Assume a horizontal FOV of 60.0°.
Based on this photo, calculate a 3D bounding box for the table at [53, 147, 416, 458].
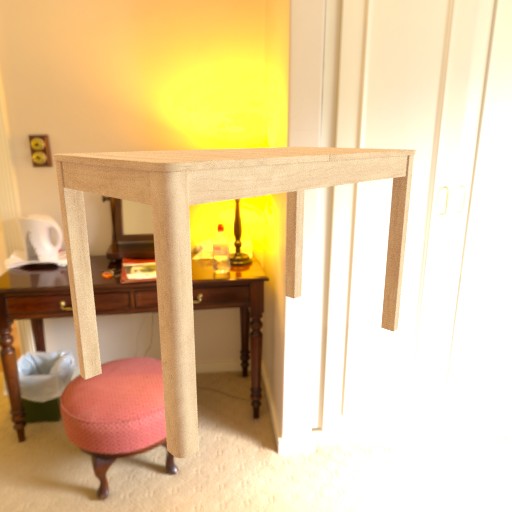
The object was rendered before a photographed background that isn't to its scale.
[{"bbox_3d":[0.000,0.000,1.963,1.400,0.900,0.750,-15,21,-43],"label":"table"}]
